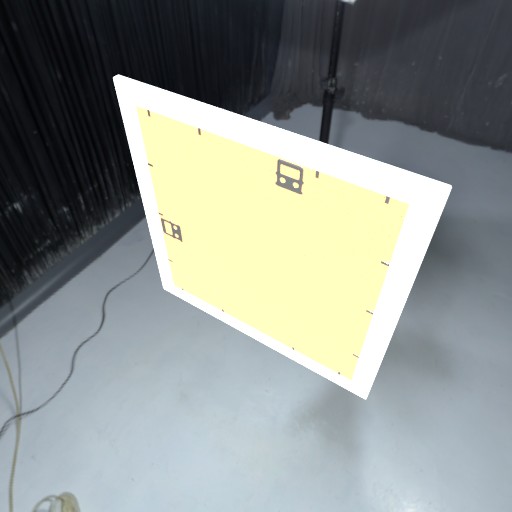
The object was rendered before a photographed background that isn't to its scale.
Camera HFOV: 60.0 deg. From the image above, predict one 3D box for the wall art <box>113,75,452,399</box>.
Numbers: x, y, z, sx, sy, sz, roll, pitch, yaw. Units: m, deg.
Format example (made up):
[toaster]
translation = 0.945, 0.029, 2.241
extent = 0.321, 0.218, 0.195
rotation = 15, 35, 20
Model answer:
[wall art]
translation = 0.000, 0.000, 0.879
extent = 0.584, 0.584, 0.013
rotation = 25, 52, 22
